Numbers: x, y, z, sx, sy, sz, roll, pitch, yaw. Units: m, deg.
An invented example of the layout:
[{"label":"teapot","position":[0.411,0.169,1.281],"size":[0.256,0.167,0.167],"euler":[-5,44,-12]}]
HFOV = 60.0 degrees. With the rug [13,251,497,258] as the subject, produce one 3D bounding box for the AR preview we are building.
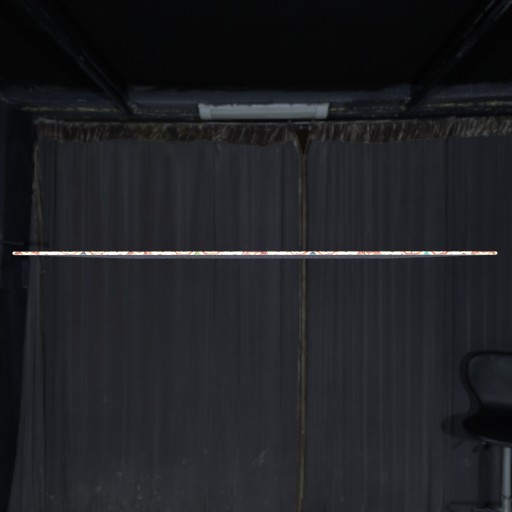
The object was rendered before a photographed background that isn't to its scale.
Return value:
[{"label":"rug","position":[0.000,0.000,4.151],"size":[3.215,0.020,2.446],"euler":[0,-1,1]}]
